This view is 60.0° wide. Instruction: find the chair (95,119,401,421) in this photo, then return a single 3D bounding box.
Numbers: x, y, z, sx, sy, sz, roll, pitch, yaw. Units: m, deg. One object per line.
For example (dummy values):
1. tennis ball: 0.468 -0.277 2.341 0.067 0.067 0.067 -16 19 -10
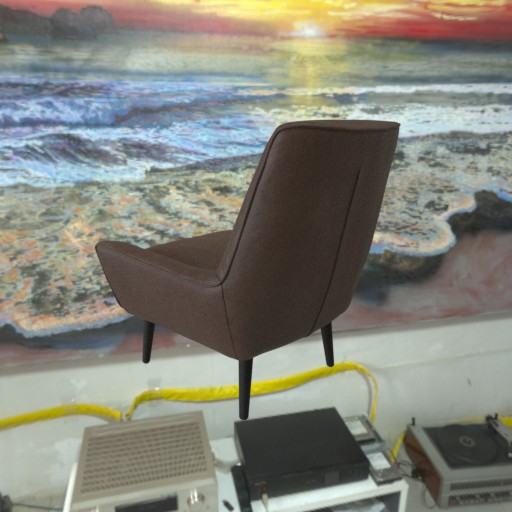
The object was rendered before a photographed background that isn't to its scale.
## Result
1. chair: 0.000 0.000 1.512 0.787 0.888 0.824 -16 23 -42
